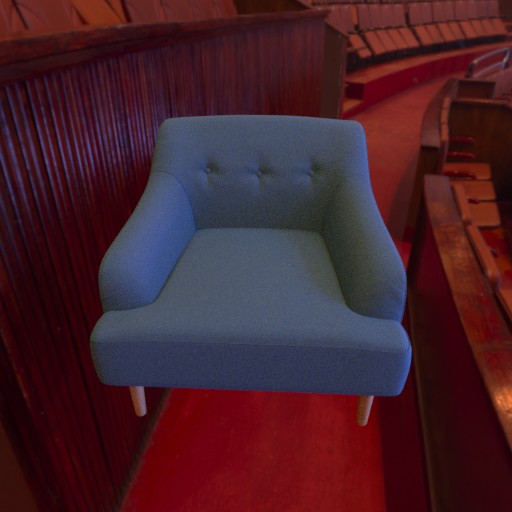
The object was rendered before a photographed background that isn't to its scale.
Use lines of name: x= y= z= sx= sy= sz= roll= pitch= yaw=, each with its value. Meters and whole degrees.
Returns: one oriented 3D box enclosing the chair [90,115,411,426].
chair: x=0.000 y=0.000 z=1.631 sx=0.946 sy=0.818 sz=0.951 roll=1 pitch=30 yaw=3
